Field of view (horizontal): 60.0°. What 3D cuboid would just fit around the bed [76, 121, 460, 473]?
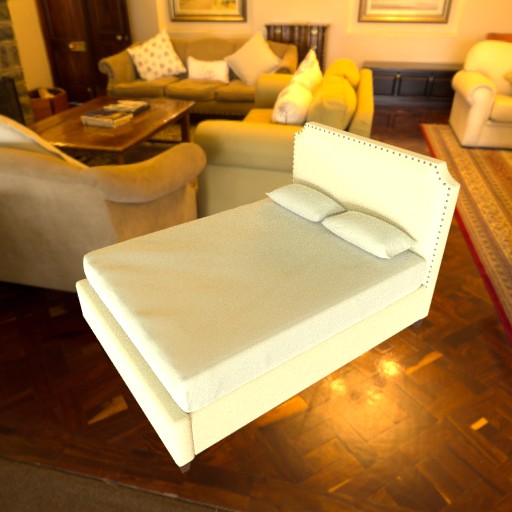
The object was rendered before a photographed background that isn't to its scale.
[{"bbox_3d":[0.000,0.000,3.398,2.329,1.415,1.703,-21,37,-30],"label":"bed"}]
